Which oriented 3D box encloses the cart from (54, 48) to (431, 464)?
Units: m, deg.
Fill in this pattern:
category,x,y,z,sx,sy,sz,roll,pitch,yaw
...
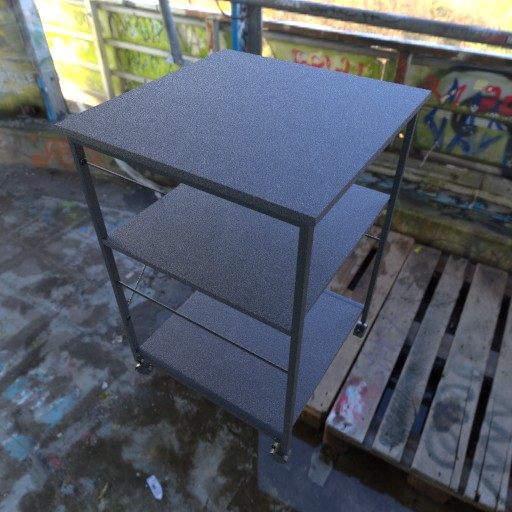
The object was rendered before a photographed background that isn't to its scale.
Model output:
category,x,y,z,sx,sy,sz,roll,pitch,yaw
cart,0.000,0.000,1.099,0.520,0.762,0.521,23,46,24
